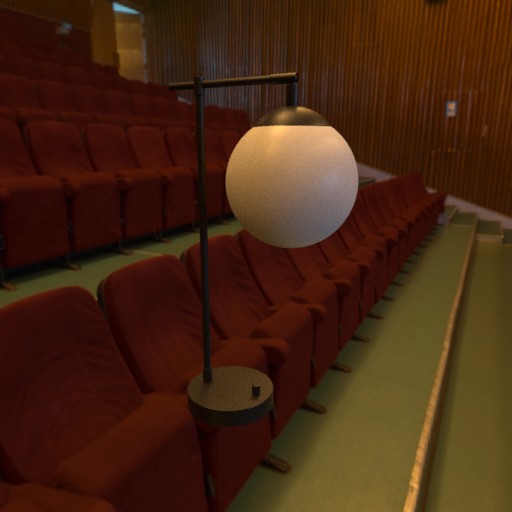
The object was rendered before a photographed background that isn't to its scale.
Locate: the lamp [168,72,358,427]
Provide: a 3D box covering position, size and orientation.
[{"bbox_3d":[0.000,0.000,0.722,0.316,0.559,0.197,7,15,26],"label":"lamp"}]
